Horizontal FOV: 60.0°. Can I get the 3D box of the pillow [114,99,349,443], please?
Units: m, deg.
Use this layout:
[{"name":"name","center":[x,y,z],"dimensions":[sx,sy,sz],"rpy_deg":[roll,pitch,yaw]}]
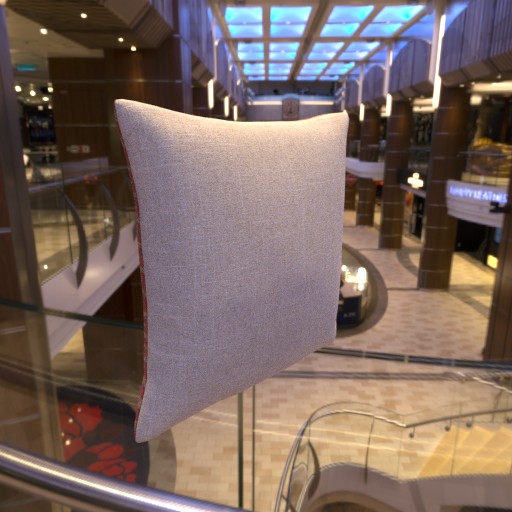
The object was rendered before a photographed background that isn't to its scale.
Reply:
[{"name":"pillow","center":[0.000,0.000,0.786],"dimensions":[0.511,0.503,0.182],"rpy_deg":[-14,21,-43]}]
